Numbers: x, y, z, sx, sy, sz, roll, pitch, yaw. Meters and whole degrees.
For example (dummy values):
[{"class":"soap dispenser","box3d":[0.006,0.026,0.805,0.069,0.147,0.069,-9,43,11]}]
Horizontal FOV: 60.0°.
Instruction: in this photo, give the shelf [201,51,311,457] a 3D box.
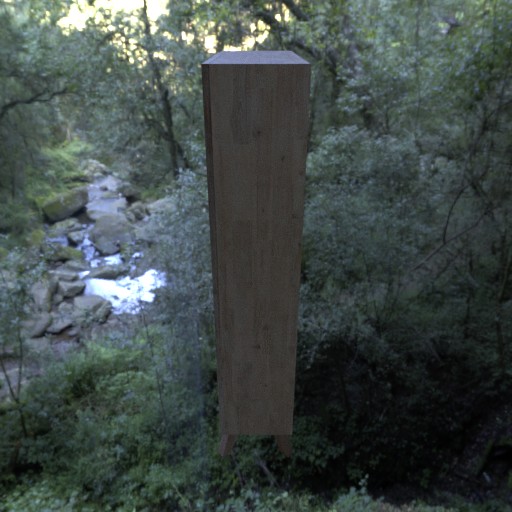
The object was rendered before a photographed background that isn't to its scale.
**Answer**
[{"class":"shelf","box3d":[0.000,0.000,1.784,0.308,1.471,0.748,0,27,0]}]
